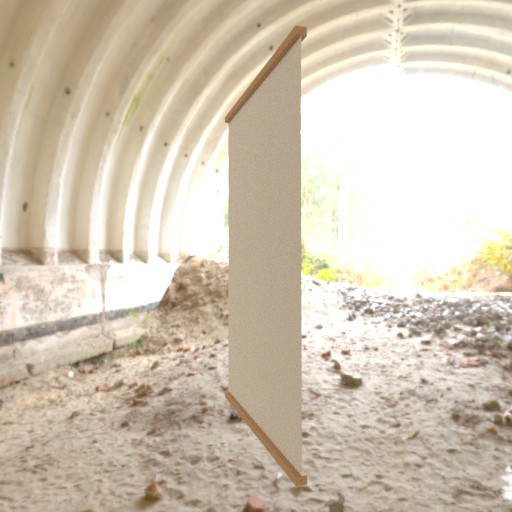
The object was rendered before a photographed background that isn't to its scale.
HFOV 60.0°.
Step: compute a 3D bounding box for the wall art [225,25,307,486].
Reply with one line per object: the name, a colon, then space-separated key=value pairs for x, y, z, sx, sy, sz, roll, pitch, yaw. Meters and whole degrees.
wall art: x=0.000 y=0.000 z=1.931 sx=0.040 sy=1.510 sz=0.991 roll=0 pitch=0 yaw=-18
